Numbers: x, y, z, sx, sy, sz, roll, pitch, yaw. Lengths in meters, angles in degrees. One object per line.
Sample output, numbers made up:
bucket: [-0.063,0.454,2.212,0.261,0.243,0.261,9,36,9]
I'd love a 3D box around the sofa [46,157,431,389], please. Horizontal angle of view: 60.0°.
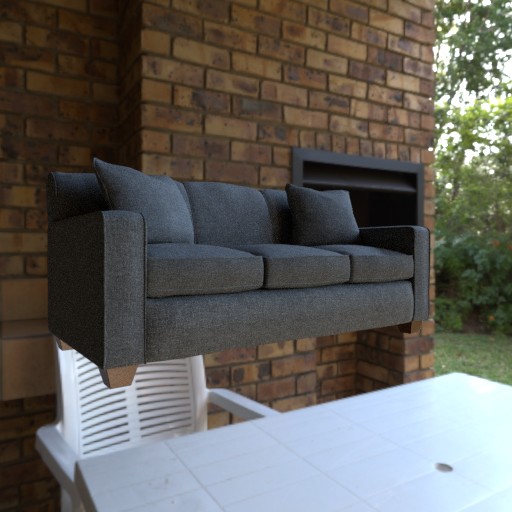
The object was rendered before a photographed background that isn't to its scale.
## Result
sofa: [0.000,0.000,2.522,2.024,0.958,0.997,-1,1,-36]
